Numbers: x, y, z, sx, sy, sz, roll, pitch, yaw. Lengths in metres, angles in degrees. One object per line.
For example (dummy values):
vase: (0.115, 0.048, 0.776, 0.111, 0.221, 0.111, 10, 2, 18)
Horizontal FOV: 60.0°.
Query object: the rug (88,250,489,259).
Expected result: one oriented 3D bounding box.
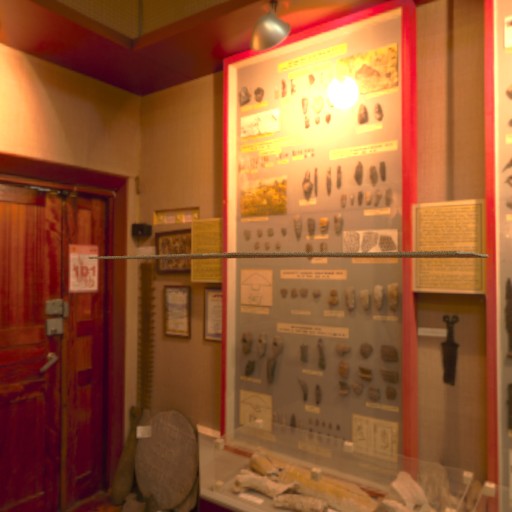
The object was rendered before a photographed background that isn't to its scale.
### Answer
rug: (0.000, 0.000, 2.555, 2.320, 0.032, 0.692, -1, -1, 37)
